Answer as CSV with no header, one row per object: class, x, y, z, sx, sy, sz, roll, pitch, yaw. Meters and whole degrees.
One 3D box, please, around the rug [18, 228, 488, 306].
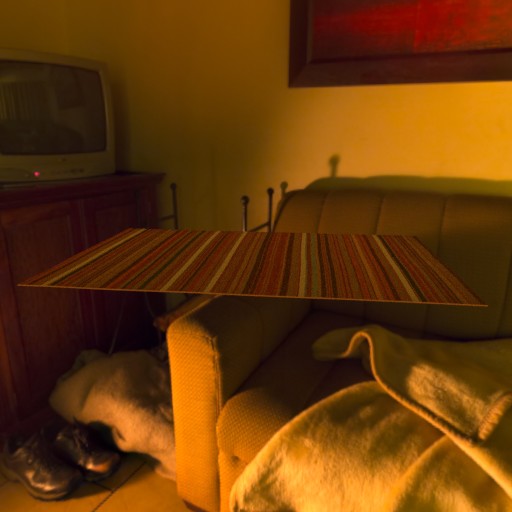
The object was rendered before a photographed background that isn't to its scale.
rug,0.000,0.000,3.004,2.438,0.008,1.523,2,15,7
